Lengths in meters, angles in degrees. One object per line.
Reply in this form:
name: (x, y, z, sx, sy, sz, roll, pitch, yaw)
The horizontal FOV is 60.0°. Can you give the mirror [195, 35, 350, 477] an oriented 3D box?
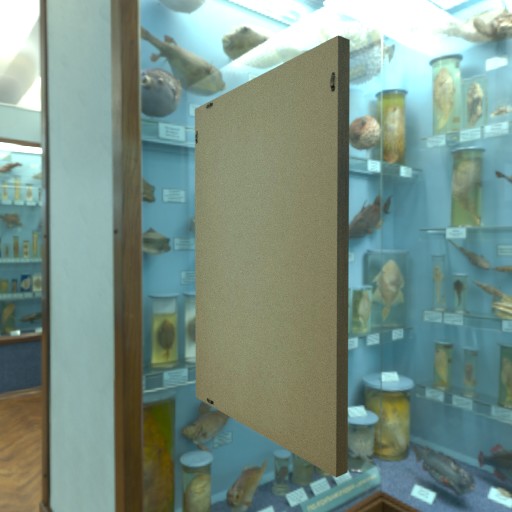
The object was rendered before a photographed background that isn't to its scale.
mirror: (0.000, 0.000, 1.170, 0.040, 0.915, 0.609, -1, 2, -36)
